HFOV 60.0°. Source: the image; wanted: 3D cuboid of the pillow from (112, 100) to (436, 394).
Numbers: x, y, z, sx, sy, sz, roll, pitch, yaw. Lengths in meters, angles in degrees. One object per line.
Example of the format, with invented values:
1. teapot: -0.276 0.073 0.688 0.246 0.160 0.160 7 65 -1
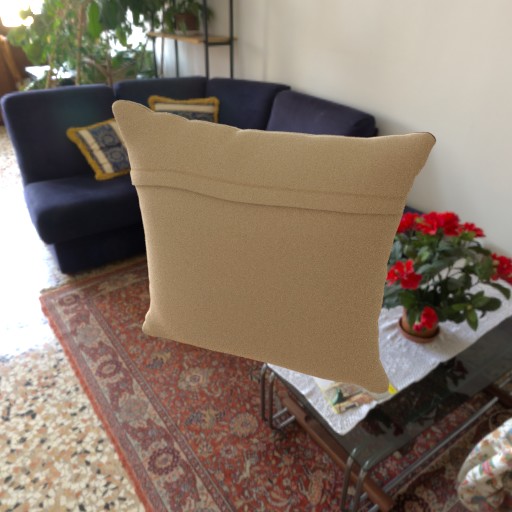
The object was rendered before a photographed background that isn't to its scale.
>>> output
1. pillow: 0.000 0.000 0.795 0.536 0.506 0.229 10 33 16
